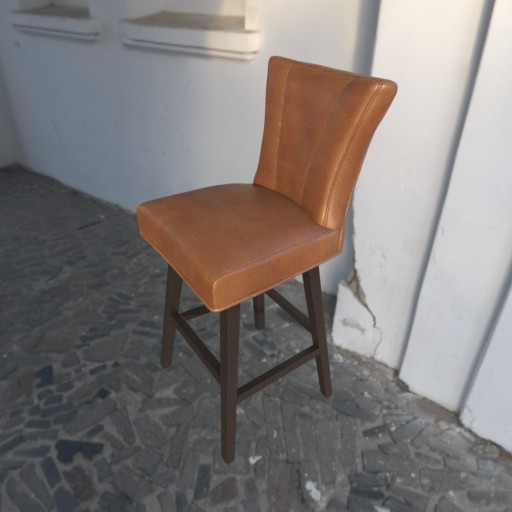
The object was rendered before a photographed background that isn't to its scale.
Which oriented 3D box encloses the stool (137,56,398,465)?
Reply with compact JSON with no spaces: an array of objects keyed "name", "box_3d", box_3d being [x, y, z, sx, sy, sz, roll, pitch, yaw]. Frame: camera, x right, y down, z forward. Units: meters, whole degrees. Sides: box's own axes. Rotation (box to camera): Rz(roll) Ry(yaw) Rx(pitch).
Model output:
[{"name":"stool","box_3d":[0.000,0.000,1.421,0.585,1.094,0.522,-20,37,-28]}]
